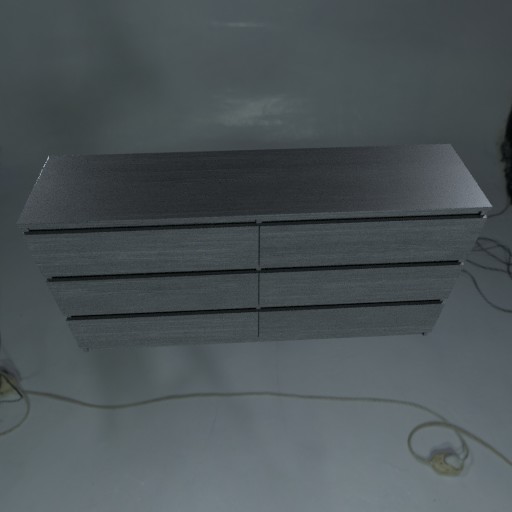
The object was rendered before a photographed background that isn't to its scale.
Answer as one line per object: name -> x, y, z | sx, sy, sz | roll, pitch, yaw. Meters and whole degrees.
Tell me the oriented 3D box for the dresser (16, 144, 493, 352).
dresser -> 0.000, 0.000, 1.899 | 1.590, 0.795, 0.400 | -2, 46, -2
